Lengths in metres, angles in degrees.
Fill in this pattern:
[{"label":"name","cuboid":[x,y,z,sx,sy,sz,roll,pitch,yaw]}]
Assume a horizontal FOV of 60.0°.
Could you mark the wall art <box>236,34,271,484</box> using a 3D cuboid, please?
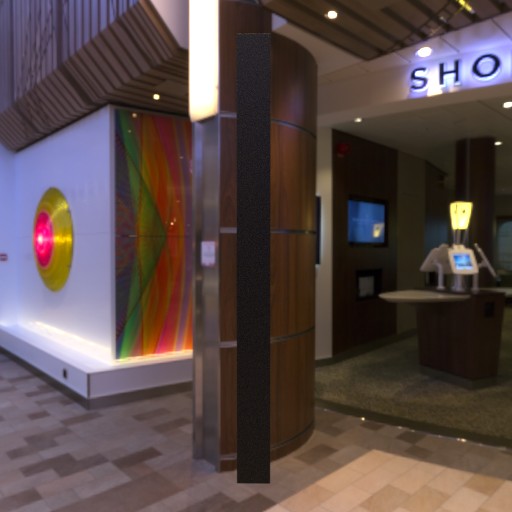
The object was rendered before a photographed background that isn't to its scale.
[{"label":"wall art","cuboid":[0.000,0.000,0.754,0.038,0.508,0.508,0,1,1]}]
